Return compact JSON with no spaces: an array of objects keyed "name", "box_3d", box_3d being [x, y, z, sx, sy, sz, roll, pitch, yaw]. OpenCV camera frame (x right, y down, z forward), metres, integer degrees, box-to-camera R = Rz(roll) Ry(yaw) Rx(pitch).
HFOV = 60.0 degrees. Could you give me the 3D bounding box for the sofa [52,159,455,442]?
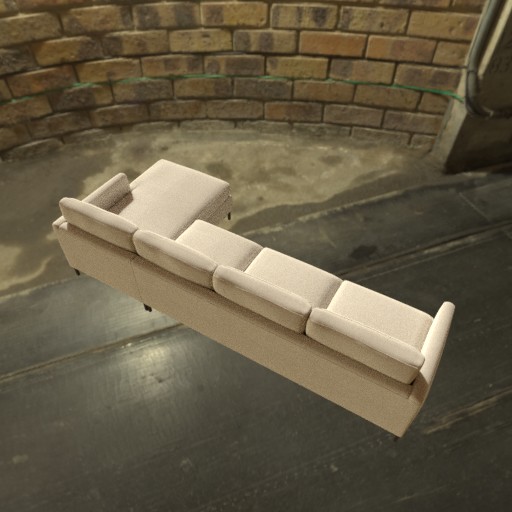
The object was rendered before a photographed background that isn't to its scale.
[{"name":"sofa","box_3d":[0.000,0.000,2.877,2.445,0.677,1.126,23,51,20]}]
